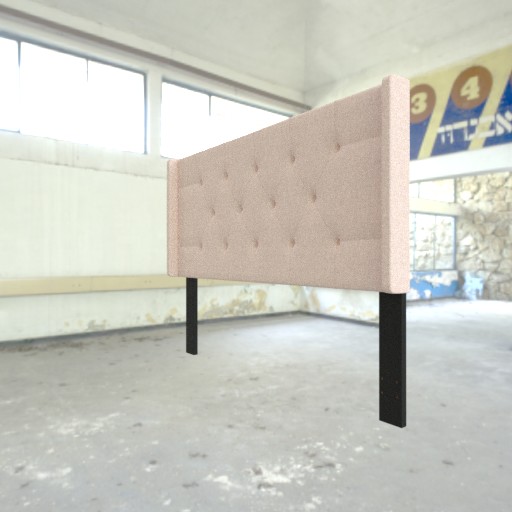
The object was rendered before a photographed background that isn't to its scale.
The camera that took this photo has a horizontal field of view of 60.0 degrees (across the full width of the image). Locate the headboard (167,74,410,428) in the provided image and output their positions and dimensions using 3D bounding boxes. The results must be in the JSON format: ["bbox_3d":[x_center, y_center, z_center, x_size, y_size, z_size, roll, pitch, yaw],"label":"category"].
[{"bbox_3d":[0.000,0.000,2.699,0.184,1.524,2.051,0,0,-38],"label":"headboard"}]
